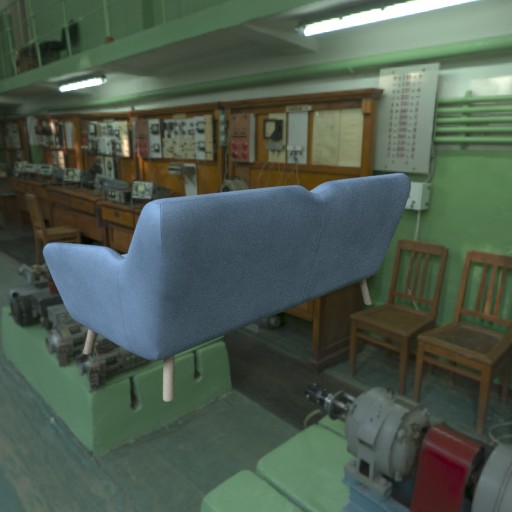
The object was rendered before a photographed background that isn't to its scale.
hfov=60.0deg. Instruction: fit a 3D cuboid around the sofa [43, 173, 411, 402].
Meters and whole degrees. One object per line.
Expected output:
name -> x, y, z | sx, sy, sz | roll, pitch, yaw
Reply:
sofa -> 0.000, 0.000, 2.314 | 1.870, 0.810, 0.850 | -14, 21, -43
